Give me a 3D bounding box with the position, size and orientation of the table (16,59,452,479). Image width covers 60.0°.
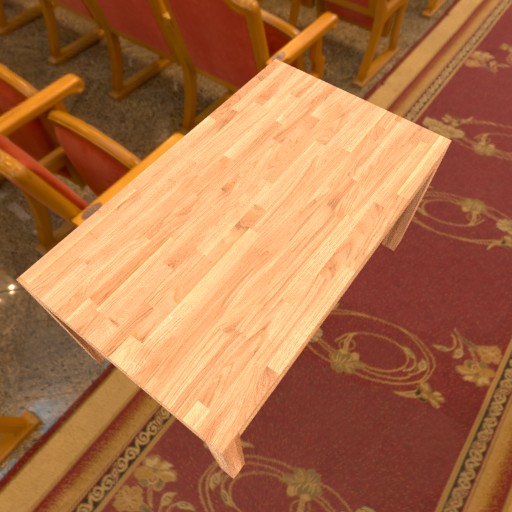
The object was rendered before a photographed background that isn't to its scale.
[{"bbox_3d":[0.000,0.000,1.997,0.900,0.770,1.500,33,64,18],"label":"table"}]
